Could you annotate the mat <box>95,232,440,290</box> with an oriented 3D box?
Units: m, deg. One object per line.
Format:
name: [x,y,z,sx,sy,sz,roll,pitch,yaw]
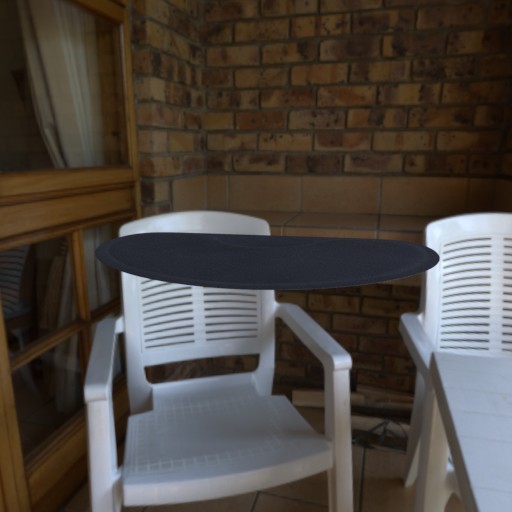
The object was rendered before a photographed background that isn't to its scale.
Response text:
mat: [0.000,0.000,1.863,1.524,0.013,0.913,2,14,9]
